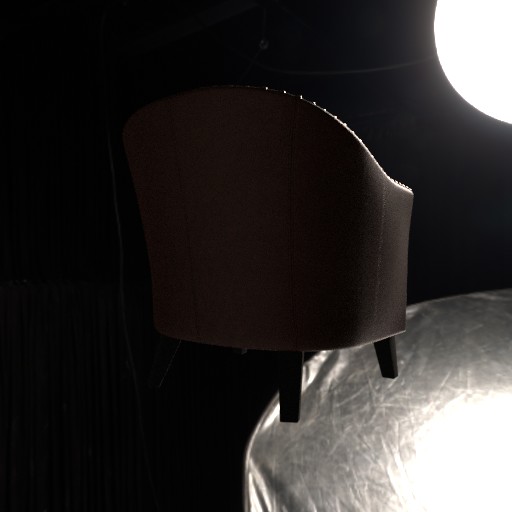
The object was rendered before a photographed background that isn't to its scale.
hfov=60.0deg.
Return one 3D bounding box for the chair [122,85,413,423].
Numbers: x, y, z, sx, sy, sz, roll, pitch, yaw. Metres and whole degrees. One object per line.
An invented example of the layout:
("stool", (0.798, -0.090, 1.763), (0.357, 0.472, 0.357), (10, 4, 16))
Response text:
("chair", (0.000, 0.000, 1.416), (0.794, 0.823, 0.748), (0, 0, 36))
